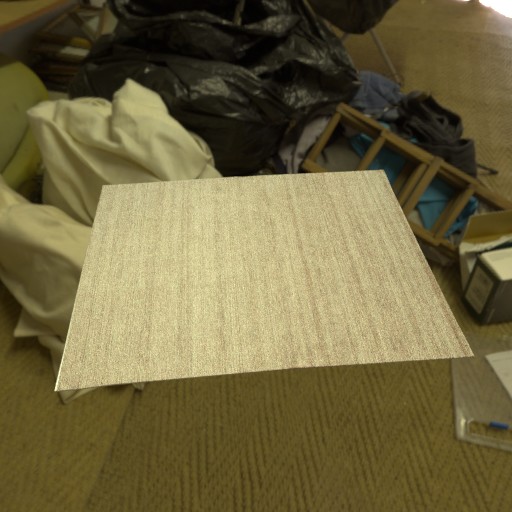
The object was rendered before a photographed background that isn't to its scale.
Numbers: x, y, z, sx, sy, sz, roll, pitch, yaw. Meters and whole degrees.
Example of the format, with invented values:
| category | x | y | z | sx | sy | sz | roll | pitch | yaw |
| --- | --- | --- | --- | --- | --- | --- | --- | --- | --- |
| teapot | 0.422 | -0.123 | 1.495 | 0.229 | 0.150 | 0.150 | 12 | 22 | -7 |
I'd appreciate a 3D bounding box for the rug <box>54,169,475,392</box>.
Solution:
| category | x | y | z | sx | sy | sz | roll | pitch | yaw |
| --- | --- | --- | --- | --- | --- | --- | --- | --- | --- |
| rug | 0.000 | 0.000 | 4.168 | 3.202 | 0.045 | 2.434 | -4 | 47 | -3 |
